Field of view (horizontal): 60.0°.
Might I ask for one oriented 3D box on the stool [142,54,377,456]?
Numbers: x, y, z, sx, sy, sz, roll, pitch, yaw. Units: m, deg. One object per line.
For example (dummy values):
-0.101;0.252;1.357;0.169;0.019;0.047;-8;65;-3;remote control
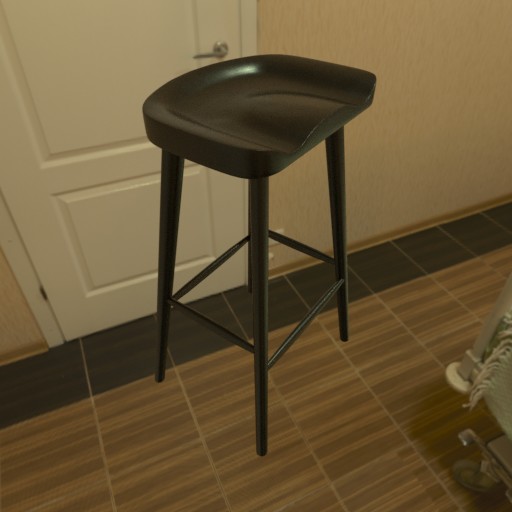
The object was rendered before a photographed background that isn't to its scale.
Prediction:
0.000;0.000;0.997;0.361;0.749;0.440;25;46;27;stool
